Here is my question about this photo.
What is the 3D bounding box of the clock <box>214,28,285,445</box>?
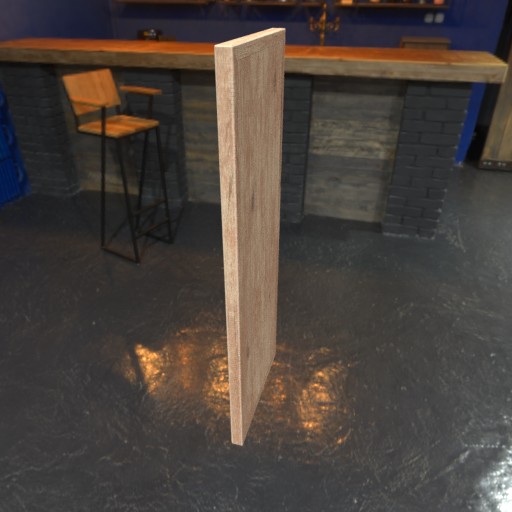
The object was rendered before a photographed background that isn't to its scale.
[{"bbox_3d":[0.000,0.000,1.079,0.030,0.965,0.361,9,32,14],"label":"clock"}]
